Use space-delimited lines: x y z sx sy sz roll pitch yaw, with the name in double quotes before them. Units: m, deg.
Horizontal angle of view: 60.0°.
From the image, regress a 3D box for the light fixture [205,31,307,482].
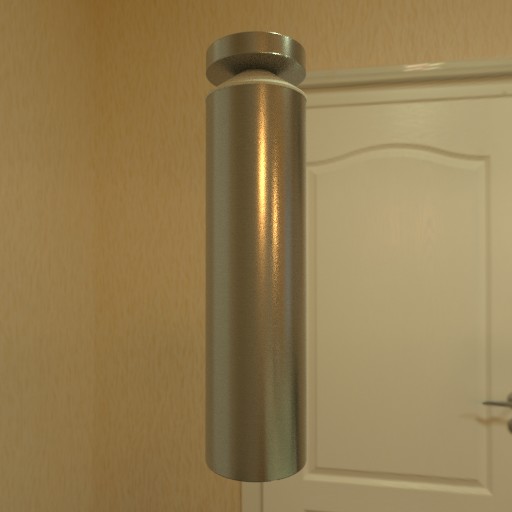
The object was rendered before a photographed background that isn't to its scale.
"light fixture" 0.000 0.000 0.443 0.102 0.400 0.102 0 -1 -19
